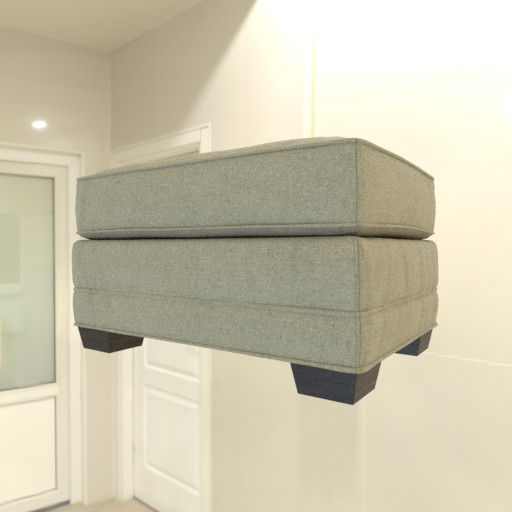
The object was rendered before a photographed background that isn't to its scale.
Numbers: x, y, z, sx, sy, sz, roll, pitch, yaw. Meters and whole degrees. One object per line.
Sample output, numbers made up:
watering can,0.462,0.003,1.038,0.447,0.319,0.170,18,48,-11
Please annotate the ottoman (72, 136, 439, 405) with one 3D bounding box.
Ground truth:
ottoman,0.000,0.000,1.216,0.848,0.508,0.611,1,1,34
